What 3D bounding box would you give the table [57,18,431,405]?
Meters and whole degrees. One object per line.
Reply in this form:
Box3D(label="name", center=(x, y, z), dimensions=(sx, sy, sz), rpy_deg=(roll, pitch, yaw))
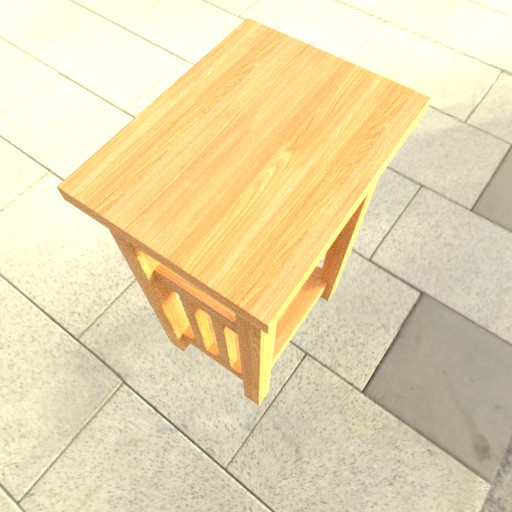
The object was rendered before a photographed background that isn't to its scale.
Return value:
Box3D(label="table", center=(0.000, 0.000, 0.739), dimensions=(0.270, 0.550, 0.350), rpy_deg=(31, 66, 16))
